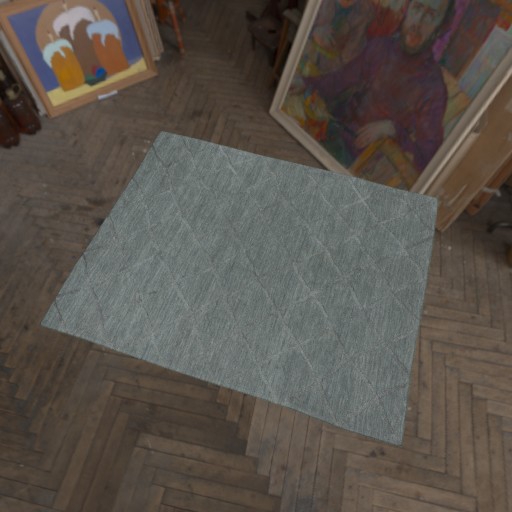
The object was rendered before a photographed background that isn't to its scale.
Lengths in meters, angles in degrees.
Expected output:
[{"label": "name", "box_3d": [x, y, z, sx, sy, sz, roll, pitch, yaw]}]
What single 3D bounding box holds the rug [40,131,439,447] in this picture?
[{"label": "rug", "box_3d": [0.000, 0.000, 4.053, 3.048, 0.013, 2.438, 16, 60, 9]}]
